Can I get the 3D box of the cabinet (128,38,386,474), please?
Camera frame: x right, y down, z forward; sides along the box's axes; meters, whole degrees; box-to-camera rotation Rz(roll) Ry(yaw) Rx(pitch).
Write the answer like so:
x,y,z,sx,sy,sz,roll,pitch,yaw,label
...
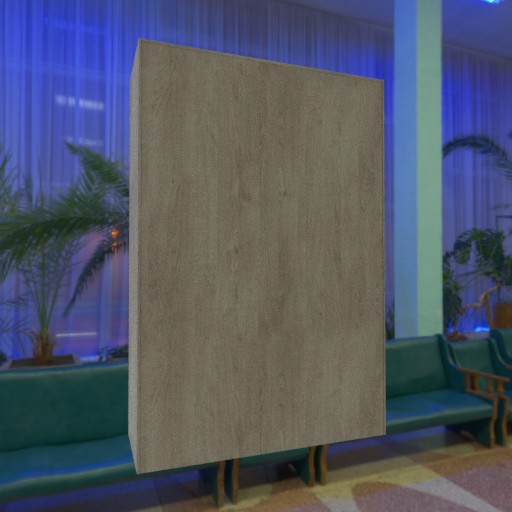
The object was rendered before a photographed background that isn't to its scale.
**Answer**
x,y,z,sx,sy,sz,roll,pitch,yaw,label
0.000,0.000,2.401,1.290,1.910,0.510,0,-1,-20,cabinet
